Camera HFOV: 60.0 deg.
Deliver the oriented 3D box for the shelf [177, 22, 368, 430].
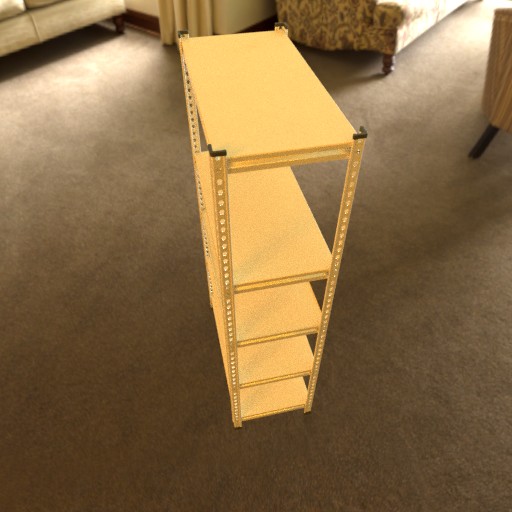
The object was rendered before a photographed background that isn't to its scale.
[{"bbox_3d":[0.000,0.000,2.193,0.457,1.829,0.914,-9,47,-9],"label":"shelf"}]
